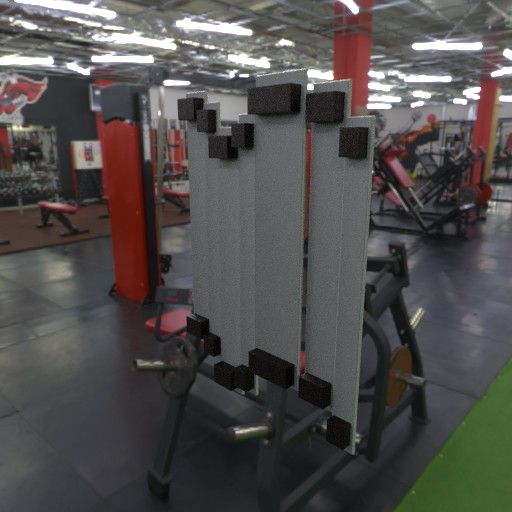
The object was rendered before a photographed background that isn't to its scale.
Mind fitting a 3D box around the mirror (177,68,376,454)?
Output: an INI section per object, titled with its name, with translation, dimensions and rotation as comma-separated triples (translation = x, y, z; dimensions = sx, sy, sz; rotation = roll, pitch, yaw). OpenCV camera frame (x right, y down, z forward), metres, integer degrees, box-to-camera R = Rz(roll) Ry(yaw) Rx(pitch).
[mirror]
translation = 0.000, 0.000, 0.805
dimensions = 0.445, 0.611, 0.058
rotation = 14, 20, 43
